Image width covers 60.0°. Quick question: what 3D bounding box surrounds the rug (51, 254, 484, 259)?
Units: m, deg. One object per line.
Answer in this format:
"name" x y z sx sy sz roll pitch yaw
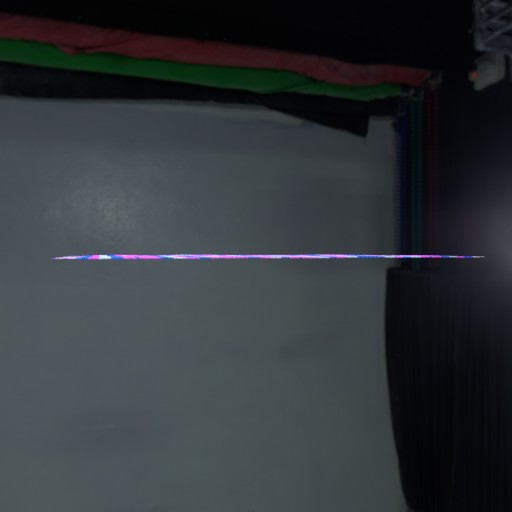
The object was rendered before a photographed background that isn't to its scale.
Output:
"rug" 0.000 0.000 2.937 2.350 0.013 1.539 0 0 -19
